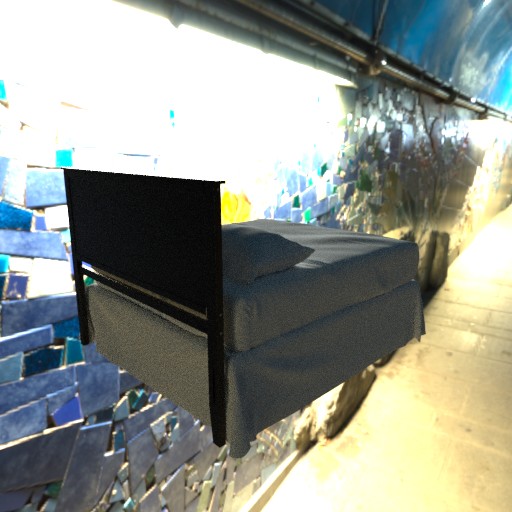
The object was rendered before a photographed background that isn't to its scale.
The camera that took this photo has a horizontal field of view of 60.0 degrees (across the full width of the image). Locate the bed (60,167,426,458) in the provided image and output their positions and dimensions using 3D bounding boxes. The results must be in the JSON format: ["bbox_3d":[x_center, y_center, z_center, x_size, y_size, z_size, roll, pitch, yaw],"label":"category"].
[{"bbox_3d":[0.000,0.000,3.208,2.050,1.270,1.870,-13,19,-42],"label":"bed"}]
